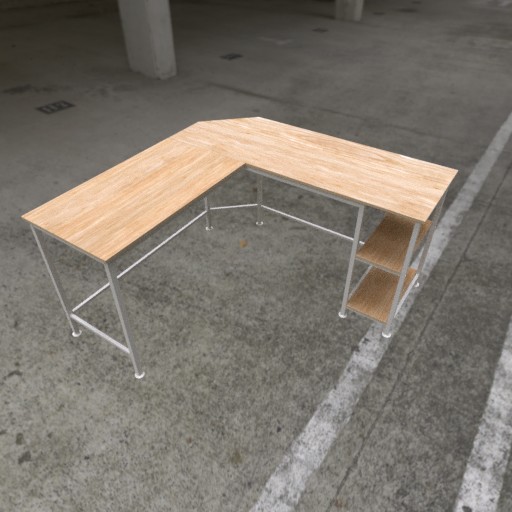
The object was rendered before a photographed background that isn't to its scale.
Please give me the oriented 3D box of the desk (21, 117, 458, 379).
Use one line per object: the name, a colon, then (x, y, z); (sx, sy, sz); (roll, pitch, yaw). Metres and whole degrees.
desk: (0.000, 0.000, 2.187); (1.379, 0.739, 1.379); (23, 45, 25)
